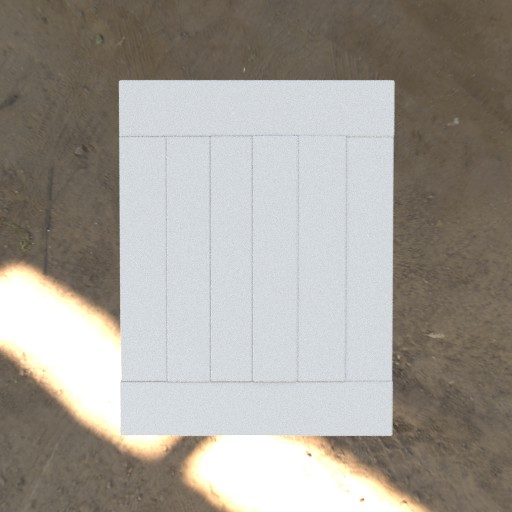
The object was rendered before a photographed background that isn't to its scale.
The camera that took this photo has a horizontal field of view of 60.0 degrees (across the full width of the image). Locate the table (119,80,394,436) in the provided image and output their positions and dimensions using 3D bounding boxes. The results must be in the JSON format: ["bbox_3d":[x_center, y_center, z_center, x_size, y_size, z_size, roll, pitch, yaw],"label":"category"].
[{"bbox_3d":[0.000,0.000,1.045,0.463,0.605,0.599,0,91,0],"label":"table"}]
